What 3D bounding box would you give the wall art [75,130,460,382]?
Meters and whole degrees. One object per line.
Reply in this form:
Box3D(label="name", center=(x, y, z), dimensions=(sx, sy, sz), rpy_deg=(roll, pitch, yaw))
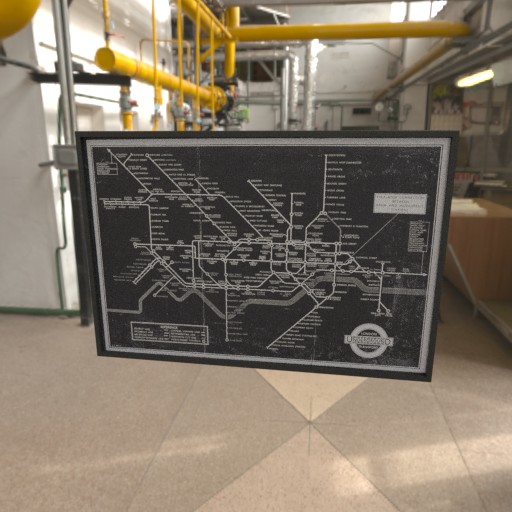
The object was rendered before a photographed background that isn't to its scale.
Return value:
Box3D(label="wall art", center=(0.000, 0.000, 0.554), dimensions=(0.443, 0.301, 0.021), rpy_deg=(2, 15, 9))
